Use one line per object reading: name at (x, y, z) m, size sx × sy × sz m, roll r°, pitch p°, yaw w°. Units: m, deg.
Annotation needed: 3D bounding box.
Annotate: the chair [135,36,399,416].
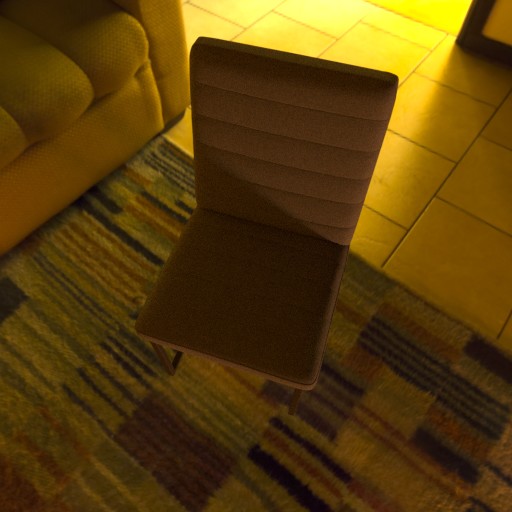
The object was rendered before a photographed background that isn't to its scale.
chair at (0.000, 0.000, 1.297) m, size 0.520 × 0.930 × 0.634 m, roll 15°, pitch 60°, yaw 9°
